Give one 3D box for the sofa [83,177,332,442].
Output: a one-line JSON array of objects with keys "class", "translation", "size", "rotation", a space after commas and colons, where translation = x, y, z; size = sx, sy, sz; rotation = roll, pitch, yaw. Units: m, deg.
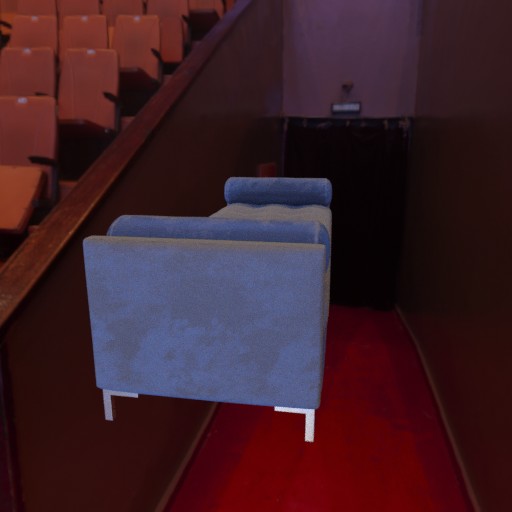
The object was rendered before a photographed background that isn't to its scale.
[{"class": "sofa", "translation": [0.000, 0.000, 2.402], "size": [0.796, 0.705, 2.102], "rotation": [2, 15, 9]}]
